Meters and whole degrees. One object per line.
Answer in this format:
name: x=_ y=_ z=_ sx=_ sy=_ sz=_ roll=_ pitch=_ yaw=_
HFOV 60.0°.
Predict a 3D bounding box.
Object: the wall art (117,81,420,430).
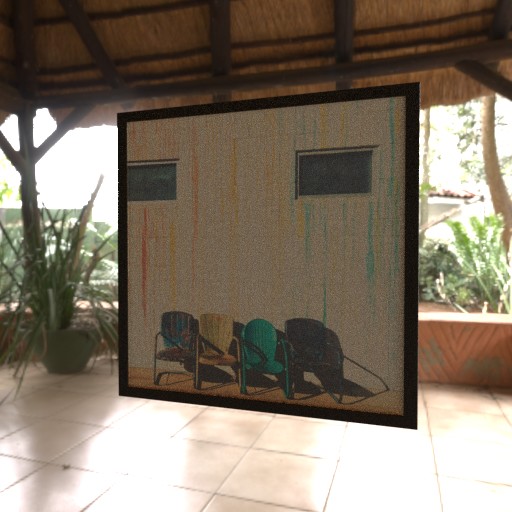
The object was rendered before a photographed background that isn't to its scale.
wall art: x=0.000 y=0.000 z=0.735 sx=0.506 sy=0.506 sz=0.037 roll=0 pitch=1 yaw=17
